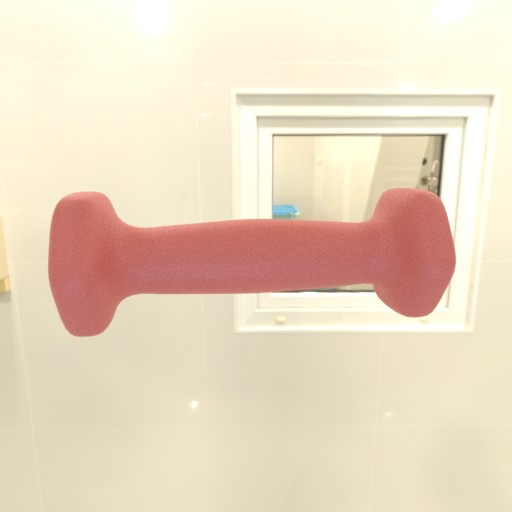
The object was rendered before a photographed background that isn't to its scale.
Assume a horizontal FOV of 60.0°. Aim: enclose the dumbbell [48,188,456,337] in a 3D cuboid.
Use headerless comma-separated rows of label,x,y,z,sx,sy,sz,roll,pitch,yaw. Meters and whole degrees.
dumbbell,0.000,0.000,0.146,0.123,0.043,0.047,-2,13,-9
